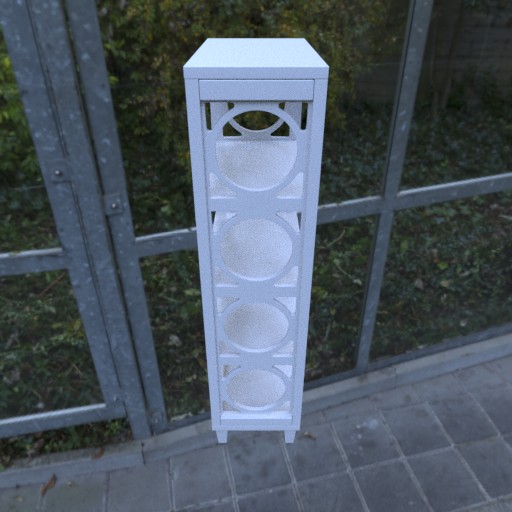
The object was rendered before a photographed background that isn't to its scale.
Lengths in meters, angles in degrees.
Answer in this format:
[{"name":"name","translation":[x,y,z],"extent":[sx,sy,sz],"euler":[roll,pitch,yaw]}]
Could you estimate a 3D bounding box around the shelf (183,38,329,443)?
[{"name":"shelf","translation":[0.000,0.000,1.659],"extent":[0.340,1.411,0.611],"euler":[0,32,0]}]
